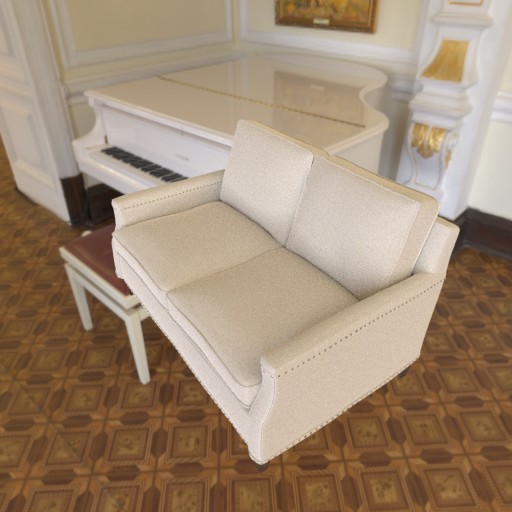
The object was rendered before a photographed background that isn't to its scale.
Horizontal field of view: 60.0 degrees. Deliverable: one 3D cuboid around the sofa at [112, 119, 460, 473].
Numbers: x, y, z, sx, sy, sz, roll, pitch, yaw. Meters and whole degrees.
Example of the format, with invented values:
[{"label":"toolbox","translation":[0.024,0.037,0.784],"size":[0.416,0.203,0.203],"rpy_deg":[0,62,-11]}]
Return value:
[{"label":"sofa","translation":[0.000,0.000,2.321],"size":[1.084,1.003,1.597],"rpy_deg":[-21,39,-28]}]
